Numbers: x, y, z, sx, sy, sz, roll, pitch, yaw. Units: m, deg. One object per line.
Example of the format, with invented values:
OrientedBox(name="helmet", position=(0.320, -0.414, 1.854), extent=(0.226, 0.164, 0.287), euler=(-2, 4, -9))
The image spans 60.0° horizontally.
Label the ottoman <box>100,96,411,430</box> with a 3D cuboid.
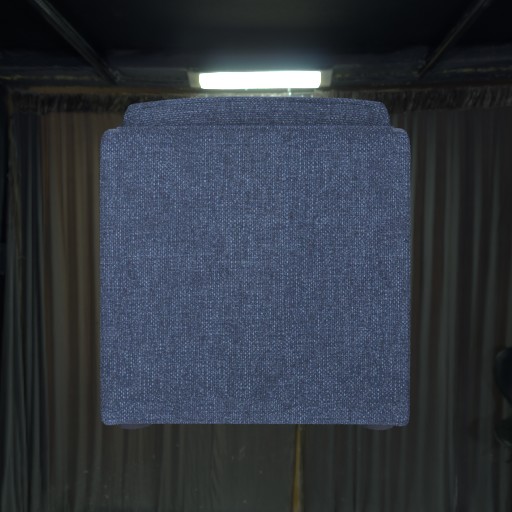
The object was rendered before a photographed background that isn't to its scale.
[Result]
OrientedBox(name="ottoman", position=(0.000, 0.000, 0.838), extent=(0.436, 0.493, 0.454), euler=(0, 0, 0))
